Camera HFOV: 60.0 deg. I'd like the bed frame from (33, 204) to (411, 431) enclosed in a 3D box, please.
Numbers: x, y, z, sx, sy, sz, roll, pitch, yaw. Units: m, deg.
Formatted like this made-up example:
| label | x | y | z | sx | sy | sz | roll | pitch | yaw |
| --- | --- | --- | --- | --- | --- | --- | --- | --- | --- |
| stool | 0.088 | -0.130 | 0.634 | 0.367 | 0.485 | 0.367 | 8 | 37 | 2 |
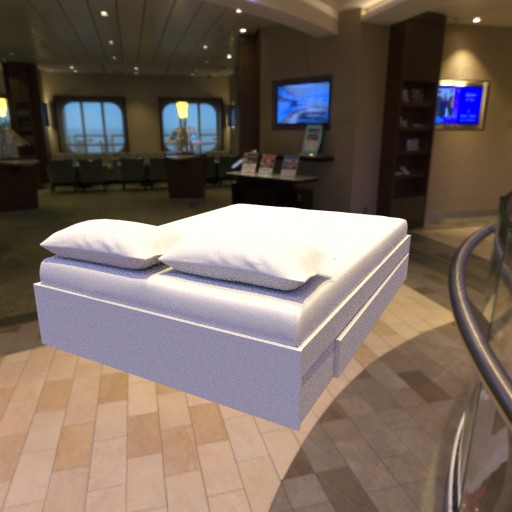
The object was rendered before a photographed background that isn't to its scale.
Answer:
| label | x | y | z | sx | sy | sz | roll | pitch | yaw |
| --- | --- | --- | --- | --- | --- | --- | --- | --- | --- |
| bed frame | 0.000 | 0.000 | 2.665 | 1.450 | 0.629 | 1.950 | 9 | 18 | 27 |
